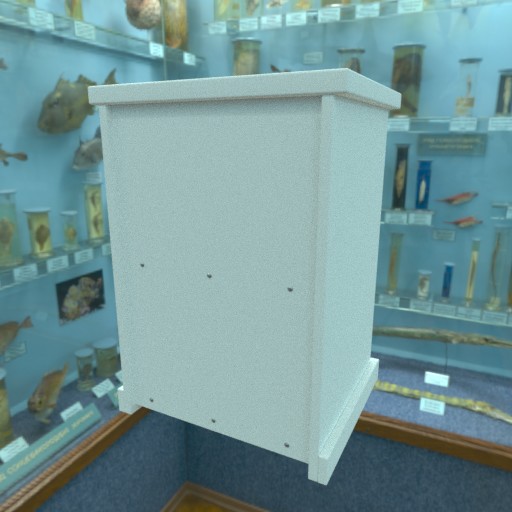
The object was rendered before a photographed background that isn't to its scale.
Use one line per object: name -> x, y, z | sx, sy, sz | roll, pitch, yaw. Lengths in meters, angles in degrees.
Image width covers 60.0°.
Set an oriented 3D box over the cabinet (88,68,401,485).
cabinet -> 0.000, 0.000, 1.026 | 0.520, 0.723, 0.431 | 8, 17, 26
